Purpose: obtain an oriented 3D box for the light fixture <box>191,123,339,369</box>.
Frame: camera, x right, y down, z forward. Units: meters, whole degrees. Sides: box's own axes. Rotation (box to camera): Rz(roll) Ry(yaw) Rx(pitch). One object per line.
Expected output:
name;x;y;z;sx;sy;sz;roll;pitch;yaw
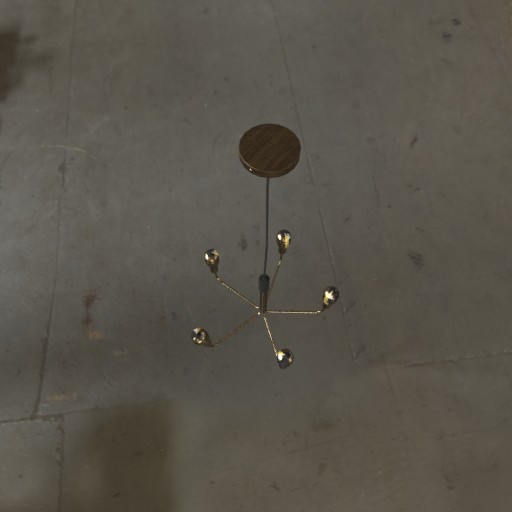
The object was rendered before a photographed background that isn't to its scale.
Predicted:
light fixture;0.000;0.000;1.429;0.532;1.059;0.588;34;68;16
